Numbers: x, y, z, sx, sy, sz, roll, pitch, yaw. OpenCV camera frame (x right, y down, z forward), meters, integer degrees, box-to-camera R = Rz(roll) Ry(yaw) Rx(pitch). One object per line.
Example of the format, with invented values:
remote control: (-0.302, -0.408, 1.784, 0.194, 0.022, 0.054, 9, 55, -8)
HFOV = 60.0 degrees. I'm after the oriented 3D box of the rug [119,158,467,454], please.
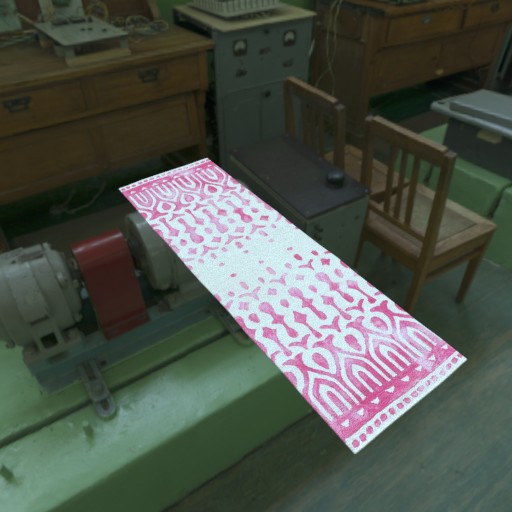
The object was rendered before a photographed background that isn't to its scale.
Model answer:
rug: (0.000, 0.000, 2.712, 0.787, 0.011, 2.458, -25, 47, -26)
